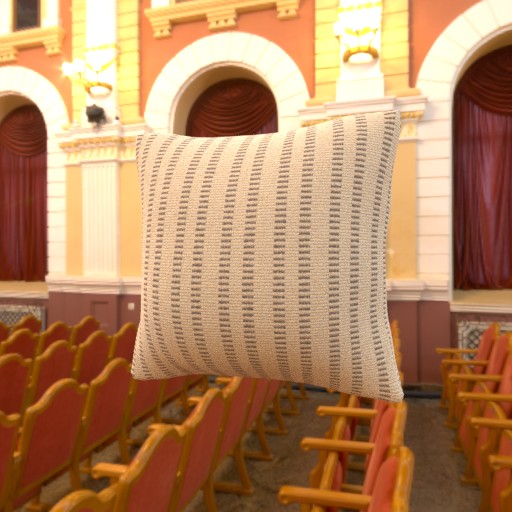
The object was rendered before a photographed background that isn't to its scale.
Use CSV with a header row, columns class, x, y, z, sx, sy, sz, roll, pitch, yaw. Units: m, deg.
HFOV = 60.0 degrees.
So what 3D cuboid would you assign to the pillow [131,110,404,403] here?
class,x,y,z,sx,sy,sz,roll,pitch,yaw
pillow,0.000,0.000,0.694,0.438,0.419,0.247,0,0,17
